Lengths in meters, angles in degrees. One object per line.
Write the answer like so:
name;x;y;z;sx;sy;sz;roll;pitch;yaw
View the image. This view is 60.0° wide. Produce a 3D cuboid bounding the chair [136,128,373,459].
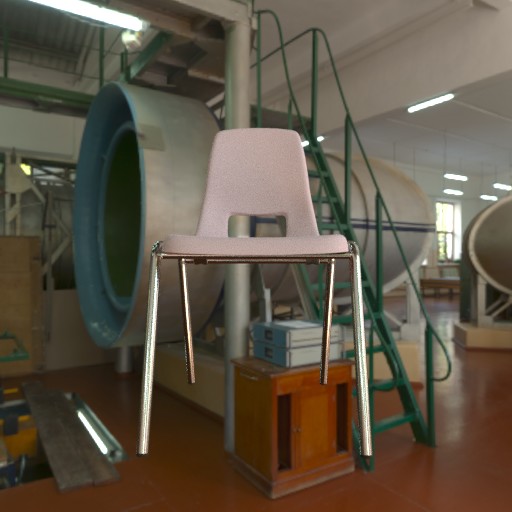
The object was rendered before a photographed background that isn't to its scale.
chair;0.000;0.000;0.923;0.381;0.653;0.436;0;0;1
